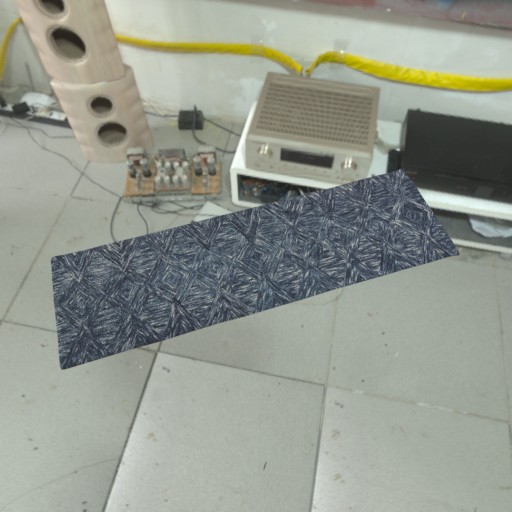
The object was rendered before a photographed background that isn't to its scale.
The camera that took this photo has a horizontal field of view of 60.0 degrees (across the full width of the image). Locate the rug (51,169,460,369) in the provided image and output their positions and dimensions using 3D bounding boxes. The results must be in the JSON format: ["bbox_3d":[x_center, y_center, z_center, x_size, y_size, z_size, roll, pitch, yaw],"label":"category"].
[{"bbox_3d":[0.000,0.000,2.602,2.306,0.013,0.719,-15,59,-9],"label":"rug"}]
